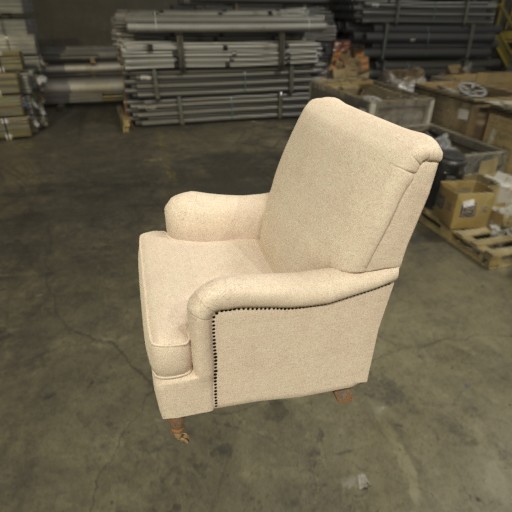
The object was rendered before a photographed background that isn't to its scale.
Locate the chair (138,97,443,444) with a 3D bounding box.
[{"bbox_3d":[0.000,0.000,1.818,0.953,1.119,0.879,-8,30,-13],"label":"chair"}]
